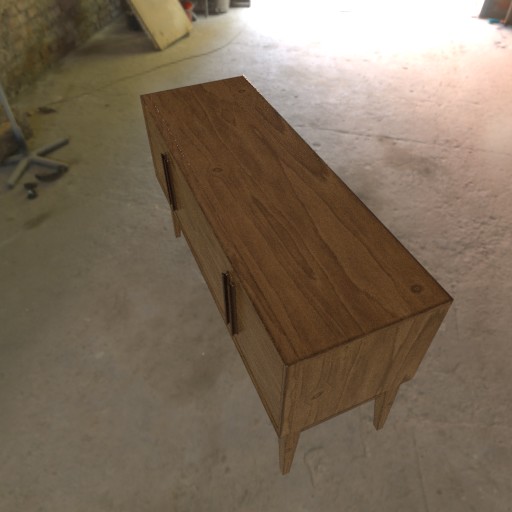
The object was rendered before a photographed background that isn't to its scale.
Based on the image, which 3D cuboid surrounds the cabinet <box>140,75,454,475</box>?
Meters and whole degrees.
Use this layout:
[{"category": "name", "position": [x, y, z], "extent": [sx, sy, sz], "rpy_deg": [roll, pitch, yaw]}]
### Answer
[{"category": "cabinet", "position": [0.000, 0.000, 1.753], "extent": [0.477, 0.802, 1.363], "rpy_deg": [-18, 49, -16]}]
